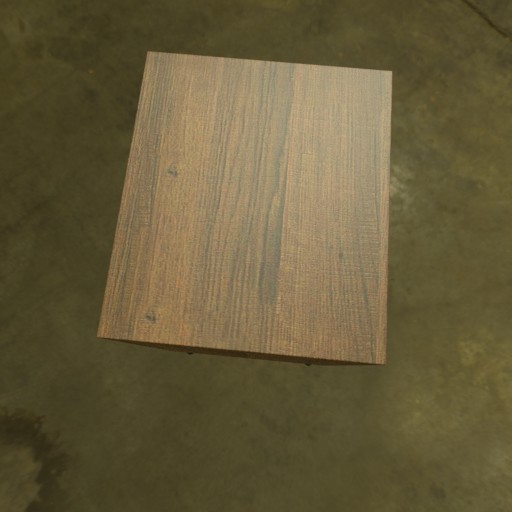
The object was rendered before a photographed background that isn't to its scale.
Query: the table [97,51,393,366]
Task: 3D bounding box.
[{"bbox_3d":[0.000,0.000,1.165,0.457,0.866,0.526,5,76,1],"label":"table"}]
